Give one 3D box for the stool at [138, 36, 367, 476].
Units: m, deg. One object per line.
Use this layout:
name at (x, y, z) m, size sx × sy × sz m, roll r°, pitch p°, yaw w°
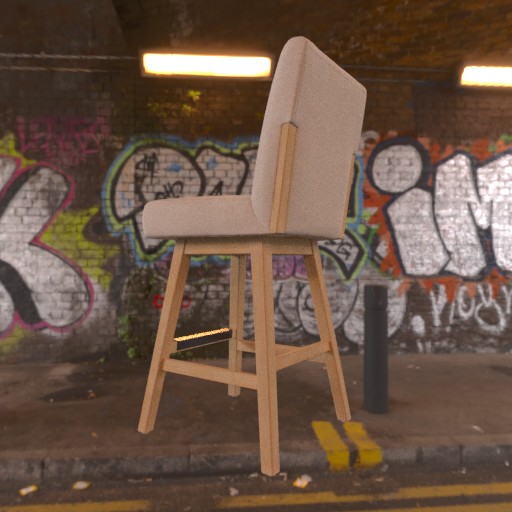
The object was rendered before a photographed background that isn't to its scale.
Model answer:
stool at (0.000, 0.000, 1.306) m, size 0.543 × 1.015 × 0.446 m, roll 0°, pitch 0°, yaw 35°
